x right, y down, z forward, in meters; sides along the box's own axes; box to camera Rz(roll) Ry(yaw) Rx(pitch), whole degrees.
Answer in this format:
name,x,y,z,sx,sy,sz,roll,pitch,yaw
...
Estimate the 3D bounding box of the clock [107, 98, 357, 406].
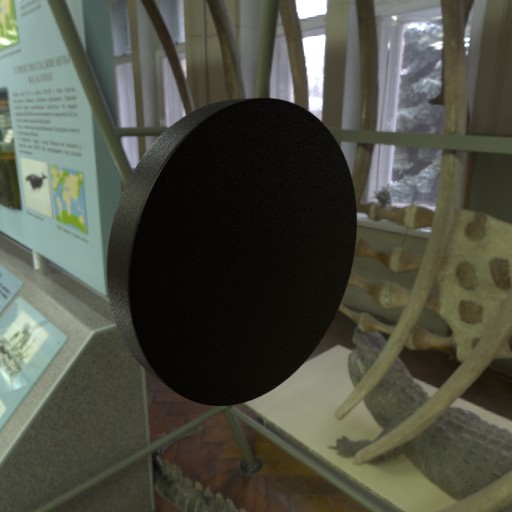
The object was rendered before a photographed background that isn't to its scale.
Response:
name,x,y,z,sx,sy,sz,roll,pitch,yaw
clock,0.000,0.000,0.467,0.314,0.314,0.040,-15,22,-41
